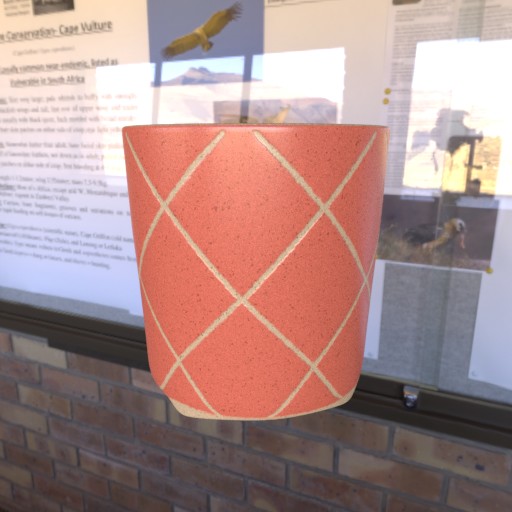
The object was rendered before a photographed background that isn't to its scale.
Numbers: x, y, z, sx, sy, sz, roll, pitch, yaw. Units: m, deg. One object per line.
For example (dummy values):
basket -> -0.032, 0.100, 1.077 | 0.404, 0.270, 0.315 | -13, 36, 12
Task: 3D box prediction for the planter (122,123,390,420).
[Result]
planter -> 0.000, 0.000, 0.420 | 0.227, 0.235, 0.227 | 0, 15, 0
